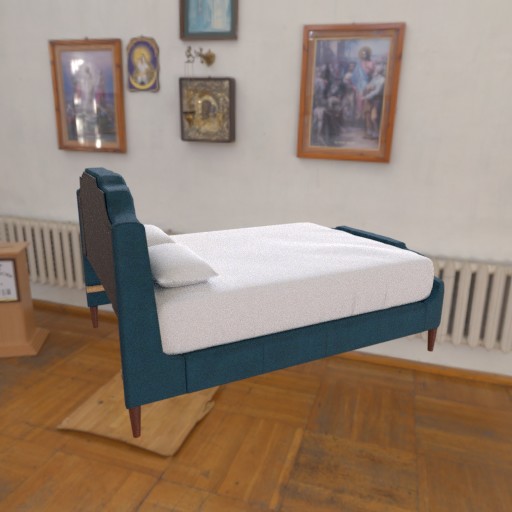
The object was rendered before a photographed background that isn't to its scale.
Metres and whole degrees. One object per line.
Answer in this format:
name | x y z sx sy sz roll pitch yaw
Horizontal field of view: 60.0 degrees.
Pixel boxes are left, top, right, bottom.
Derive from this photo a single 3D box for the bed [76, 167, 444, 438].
bed | 0.000 0.000 3.371 2.322 1.351 1.676 -7 17 -26
